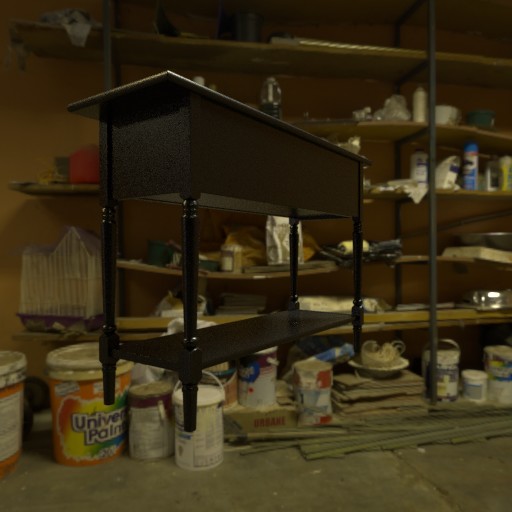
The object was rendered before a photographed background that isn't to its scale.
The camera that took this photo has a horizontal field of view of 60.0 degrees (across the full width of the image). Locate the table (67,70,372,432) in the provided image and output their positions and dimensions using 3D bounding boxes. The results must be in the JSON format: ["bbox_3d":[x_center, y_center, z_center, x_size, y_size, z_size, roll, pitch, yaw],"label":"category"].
[{"bbox_3d":[0.000,0.000,1.552,0.386,0.819,1.191,0,1,36],"label":"table"}]
